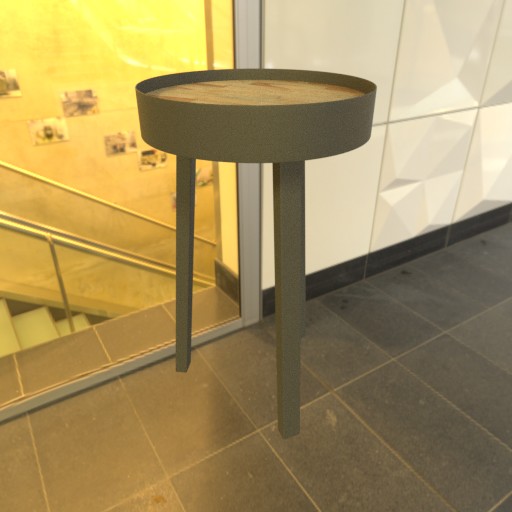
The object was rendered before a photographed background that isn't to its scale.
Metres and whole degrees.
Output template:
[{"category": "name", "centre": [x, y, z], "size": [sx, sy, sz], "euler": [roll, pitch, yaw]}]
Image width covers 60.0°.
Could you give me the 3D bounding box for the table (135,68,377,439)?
[{"category": "table", "centre": [0.000, 0.000, 0.933], "size": [0.406, 0.686, 0.406], "euler": [21, 36, 33]}]
